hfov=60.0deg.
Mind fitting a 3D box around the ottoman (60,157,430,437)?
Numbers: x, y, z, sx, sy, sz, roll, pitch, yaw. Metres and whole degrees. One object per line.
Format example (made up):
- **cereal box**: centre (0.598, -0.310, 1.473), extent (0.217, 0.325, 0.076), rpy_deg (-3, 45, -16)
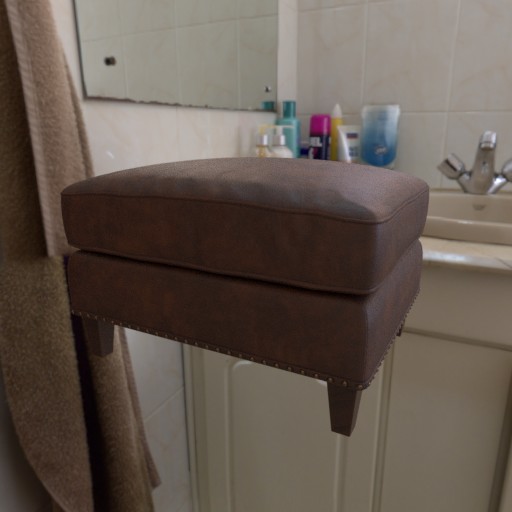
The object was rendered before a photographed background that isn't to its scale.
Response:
- **ottoman**: centre (0.000, 0.000, 1.128), extent (0.742, 0.486, 0.586), rpy_deg (8, 17, 27)
